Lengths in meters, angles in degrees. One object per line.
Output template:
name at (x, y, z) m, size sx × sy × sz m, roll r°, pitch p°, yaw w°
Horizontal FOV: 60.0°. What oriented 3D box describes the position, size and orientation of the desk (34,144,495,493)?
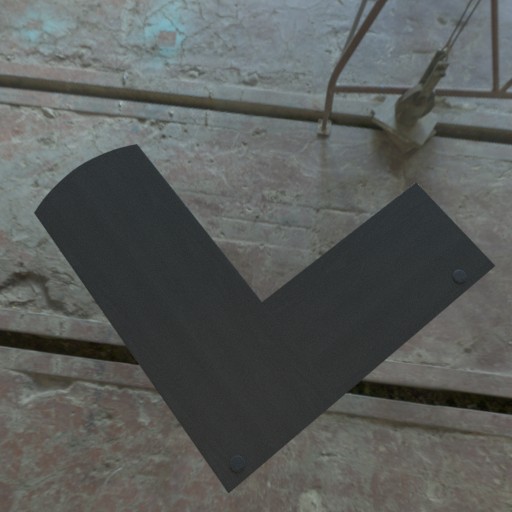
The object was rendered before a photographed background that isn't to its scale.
desk at (0.000, 0.000, 2.103) m, size 1.303 × 0.716 × 1.361 m, roll -37°, pitch 78°, yaw -9°
